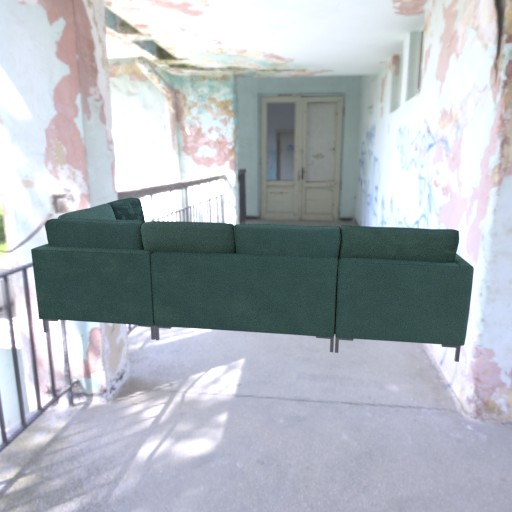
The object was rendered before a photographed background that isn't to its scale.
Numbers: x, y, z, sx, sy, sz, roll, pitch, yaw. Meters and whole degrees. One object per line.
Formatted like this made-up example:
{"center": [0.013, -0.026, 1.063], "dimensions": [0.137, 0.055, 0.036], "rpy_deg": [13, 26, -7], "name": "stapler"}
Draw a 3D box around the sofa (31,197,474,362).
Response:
{"center": [0.000, 0.000, 4.364], "dimensions": [3.434, 0.992, 2.055], "rpy_deg": [2, 13, 9], "name": "sofa"}
